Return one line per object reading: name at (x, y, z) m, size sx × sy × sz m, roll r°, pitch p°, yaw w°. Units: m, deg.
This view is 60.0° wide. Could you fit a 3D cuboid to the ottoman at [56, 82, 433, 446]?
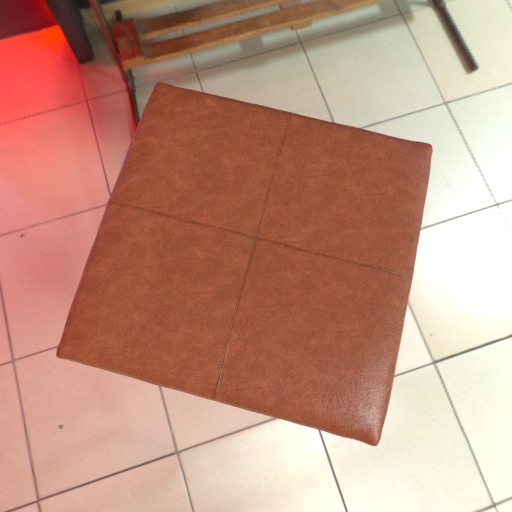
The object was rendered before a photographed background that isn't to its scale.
ottoman at (0.000, 0.000, 1.595) m, size 1.016 × 0.442 × 1.013 m, roll 14°, pitch 76°, yaw 4°
